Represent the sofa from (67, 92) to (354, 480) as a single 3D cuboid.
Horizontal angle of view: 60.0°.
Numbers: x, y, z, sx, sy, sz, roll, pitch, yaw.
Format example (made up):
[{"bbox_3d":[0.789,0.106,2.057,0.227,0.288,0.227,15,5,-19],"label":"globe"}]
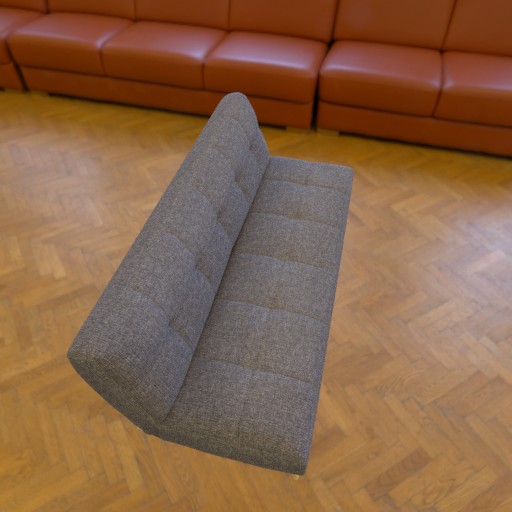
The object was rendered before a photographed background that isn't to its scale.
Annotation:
[{"bbox_3d":[0.000,0.000,2.173,0.820,0.770,1.820,10,48,9],"label":"sofa"}]
